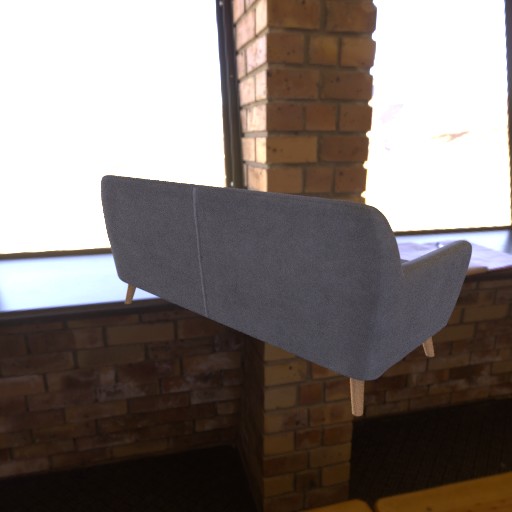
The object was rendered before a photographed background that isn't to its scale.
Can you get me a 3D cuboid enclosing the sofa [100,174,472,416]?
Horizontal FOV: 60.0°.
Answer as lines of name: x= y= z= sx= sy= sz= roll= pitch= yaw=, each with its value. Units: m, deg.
sofa: x=0.000 y=0.000 z=2.406 sx=1.970 sy=0.830 sz=0.830 roll=14 pitch=20 yaw=42
